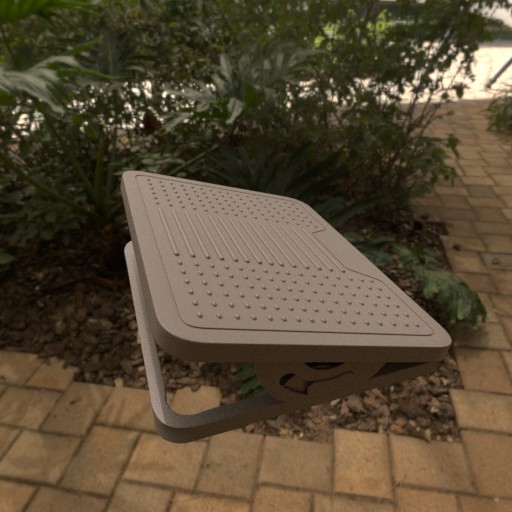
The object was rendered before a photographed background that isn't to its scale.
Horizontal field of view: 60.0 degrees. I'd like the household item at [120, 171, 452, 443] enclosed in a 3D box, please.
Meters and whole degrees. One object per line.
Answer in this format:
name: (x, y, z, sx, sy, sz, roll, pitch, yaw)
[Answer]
household item: (0.000, 0.000, 0.539, 0.301, 0.126, 0.390, -10, 32, -16)
